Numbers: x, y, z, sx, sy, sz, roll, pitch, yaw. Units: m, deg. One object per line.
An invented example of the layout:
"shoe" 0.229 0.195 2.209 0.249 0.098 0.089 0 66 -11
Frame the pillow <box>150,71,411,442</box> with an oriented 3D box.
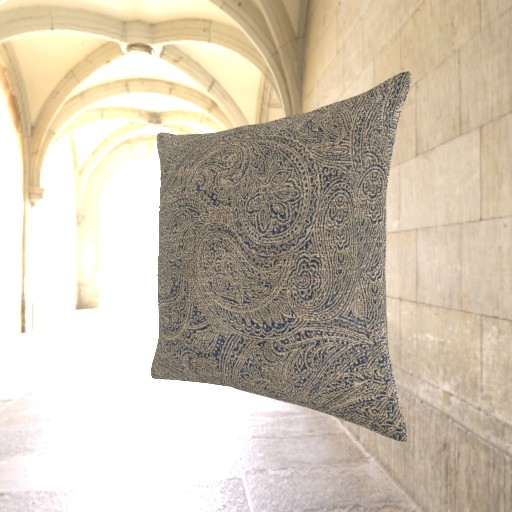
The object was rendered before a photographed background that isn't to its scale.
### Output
"pillow" 0.000 0.000 0.761 0.523 0.510 0.166 0 0 36
